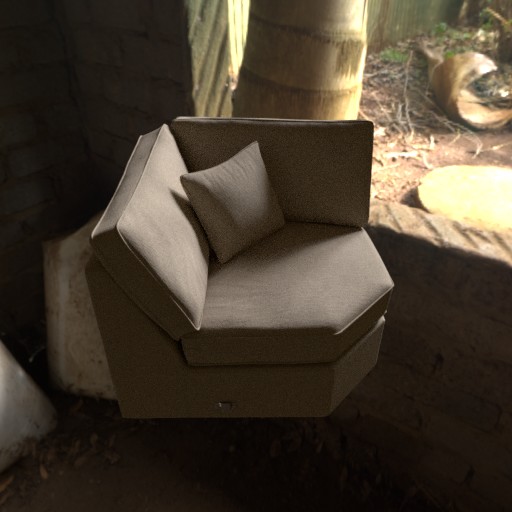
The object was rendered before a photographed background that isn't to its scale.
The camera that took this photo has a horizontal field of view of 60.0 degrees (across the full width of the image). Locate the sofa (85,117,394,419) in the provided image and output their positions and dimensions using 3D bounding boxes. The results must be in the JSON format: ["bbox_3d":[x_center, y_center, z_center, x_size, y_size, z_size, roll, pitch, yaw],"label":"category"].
[{"bbox_3d":[0.000,0.000,1.858,1.042,0.937,1.050,0,33,0],"label":"sofa"}]
